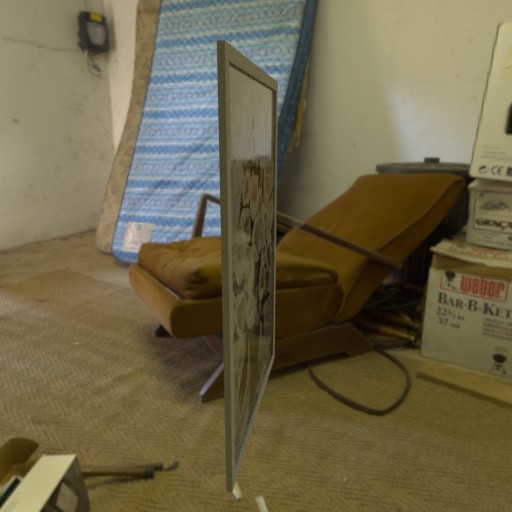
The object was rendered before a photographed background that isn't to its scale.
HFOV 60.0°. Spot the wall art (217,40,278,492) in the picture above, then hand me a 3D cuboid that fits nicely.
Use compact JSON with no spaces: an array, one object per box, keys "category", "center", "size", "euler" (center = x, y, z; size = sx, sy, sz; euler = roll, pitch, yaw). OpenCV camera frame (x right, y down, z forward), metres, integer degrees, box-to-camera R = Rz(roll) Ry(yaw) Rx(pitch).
[{"category":"wall art","center":[0.000,0.000,1.220],"size":[0.015,0.965,0.660],"euler":[3,16,10]}]
